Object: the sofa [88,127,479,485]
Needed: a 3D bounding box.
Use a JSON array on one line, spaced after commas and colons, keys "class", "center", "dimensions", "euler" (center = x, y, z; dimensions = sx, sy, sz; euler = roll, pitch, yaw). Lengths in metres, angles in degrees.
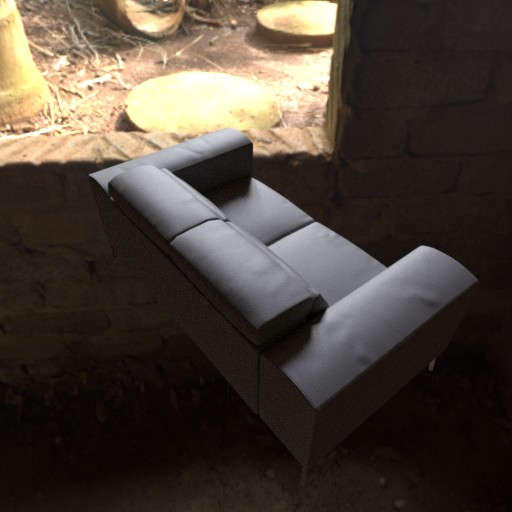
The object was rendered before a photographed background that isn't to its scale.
[{"class": "sofa", "center": [0.000, 0.000, 2.371], "dimensions": [1.003, 0.779, 1.895], "euler": [-28, 49, -28]}]
